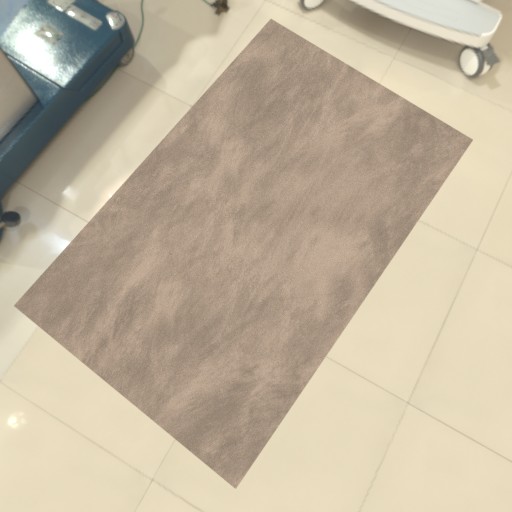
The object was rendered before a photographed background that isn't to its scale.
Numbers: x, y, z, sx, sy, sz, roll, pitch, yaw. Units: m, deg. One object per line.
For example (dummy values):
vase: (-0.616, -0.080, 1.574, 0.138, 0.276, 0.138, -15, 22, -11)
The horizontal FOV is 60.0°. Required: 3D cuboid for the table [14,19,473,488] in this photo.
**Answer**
table: (0.000, 0.000, 1.528, 0.700, 0.734, 1.100, 35, 77, 9)
